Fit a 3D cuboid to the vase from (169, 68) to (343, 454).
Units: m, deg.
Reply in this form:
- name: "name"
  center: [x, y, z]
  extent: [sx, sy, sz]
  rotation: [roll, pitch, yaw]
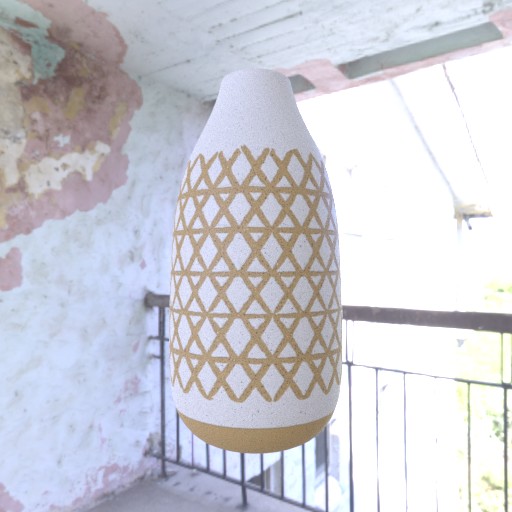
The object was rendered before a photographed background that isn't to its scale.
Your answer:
- name: "vase"
  center: [0.000, 0.000, 0.484]
  extent: [0.186, 0.380, 0.186]
  rotation: [0, -1, 0]
